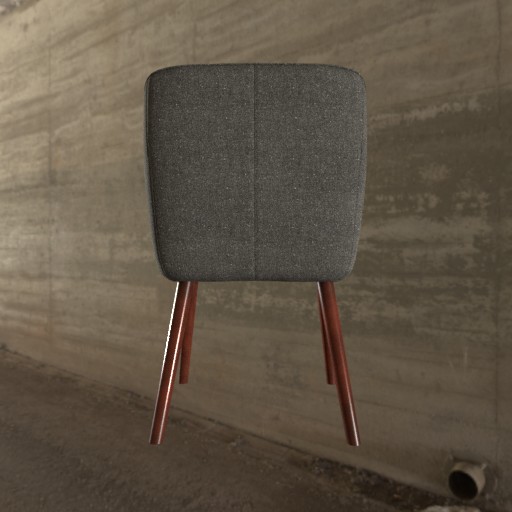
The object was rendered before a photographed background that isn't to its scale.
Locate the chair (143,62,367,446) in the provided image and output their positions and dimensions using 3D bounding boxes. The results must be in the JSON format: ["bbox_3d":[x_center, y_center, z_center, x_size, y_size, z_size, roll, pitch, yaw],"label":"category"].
[{"bbox_3d":[0.000,0.000,1.159,0.543,0.803,0.519,0,0,1],"label":"chair"}]
